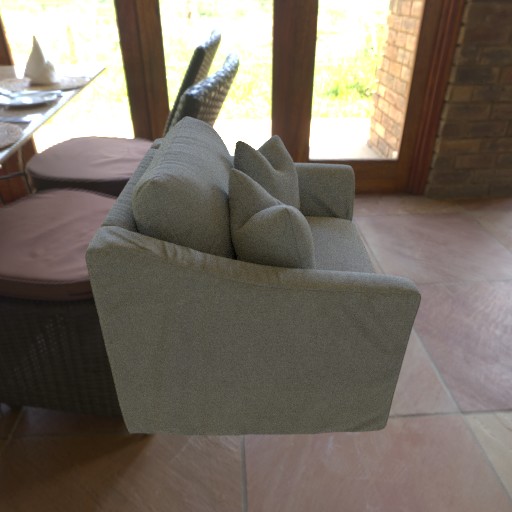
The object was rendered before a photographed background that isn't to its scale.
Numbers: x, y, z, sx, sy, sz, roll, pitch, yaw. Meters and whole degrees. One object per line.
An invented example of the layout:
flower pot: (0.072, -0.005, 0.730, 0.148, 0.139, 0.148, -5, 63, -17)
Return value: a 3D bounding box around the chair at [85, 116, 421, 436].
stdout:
chair: (0.000, 0.000, 2.010, 1.071, 1.059, 1.194, 0, 31, 0)
